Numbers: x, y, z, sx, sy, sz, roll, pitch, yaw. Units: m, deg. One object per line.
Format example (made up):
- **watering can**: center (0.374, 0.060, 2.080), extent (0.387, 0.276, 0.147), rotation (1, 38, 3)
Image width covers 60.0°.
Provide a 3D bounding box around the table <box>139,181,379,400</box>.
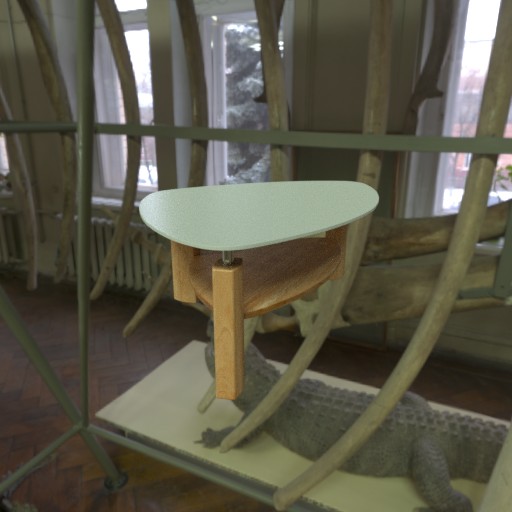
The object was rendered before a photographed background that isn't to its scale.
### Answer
- **table**: center (0.000, 0.000, 1.683), extent (0.850, 0.440, 1.250), rotation (8, 19, 25)
